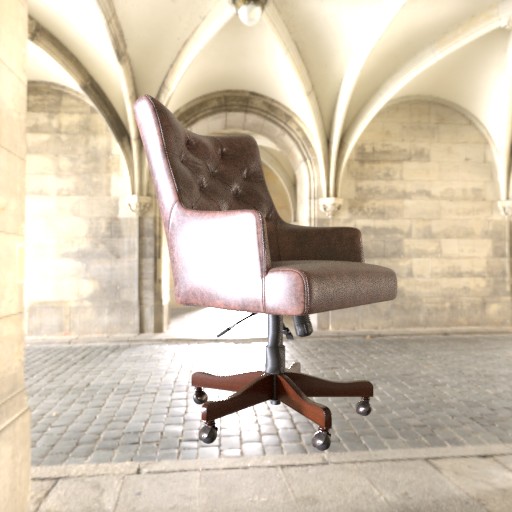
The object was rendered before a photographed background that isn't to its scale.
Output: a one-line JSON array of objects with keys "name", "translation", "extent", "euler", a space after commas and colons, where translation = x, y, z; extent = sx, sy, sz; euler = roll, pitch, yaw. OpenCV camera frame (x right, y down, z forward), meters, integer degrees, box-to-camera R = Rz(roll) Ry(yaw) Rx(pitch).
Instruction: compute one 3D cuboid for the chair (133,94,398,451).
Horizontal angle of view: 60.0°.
[{"name": "chair", "translation": [0.000, 0.000, 1.487], "extent": [0.762, 1.035, 0.641], "euler": [-1, -2, 36]}]
